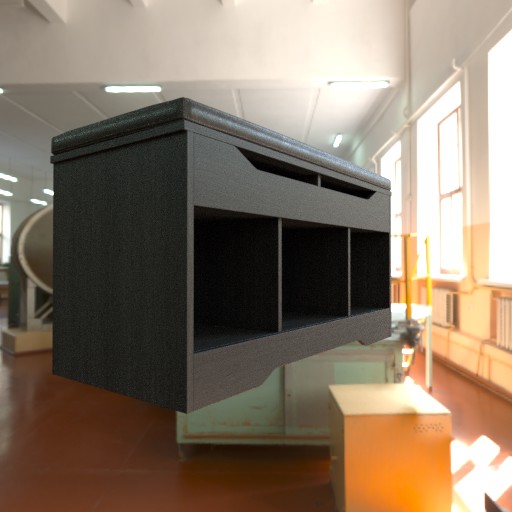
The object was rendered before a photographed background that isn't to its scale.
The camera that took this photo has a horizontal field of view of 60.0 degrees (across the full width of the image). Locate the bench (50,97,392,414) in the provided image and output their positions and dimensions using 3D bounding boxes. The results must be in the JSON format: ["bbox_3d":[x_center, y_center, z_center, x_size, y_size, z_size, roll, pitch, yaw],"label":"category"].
[{"bbox_3d":[0.000,0.000,1.165,0.401,0.501,0.905,0,-1,37],"label":"bench"}]
